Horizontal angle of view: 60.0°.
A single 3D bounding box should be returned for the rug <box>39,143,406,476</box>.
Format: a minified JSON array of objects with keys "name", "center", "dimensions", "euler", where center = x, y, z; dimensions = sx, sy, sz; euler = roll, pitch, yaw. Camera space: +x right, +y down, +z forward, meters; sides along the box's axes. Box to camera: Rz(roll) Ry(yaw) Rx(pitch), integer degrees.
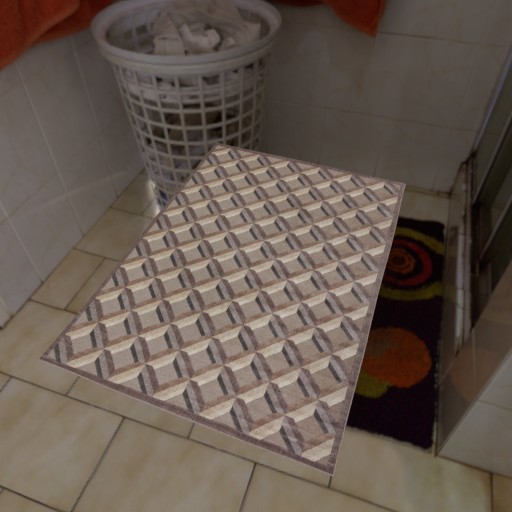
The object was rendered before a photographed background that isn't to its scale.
[{"name":"rug","center":[0.000,0.000,2.869],"dimensions":[1.600,0.013,2.260],"euler":[16,48,14]}]
